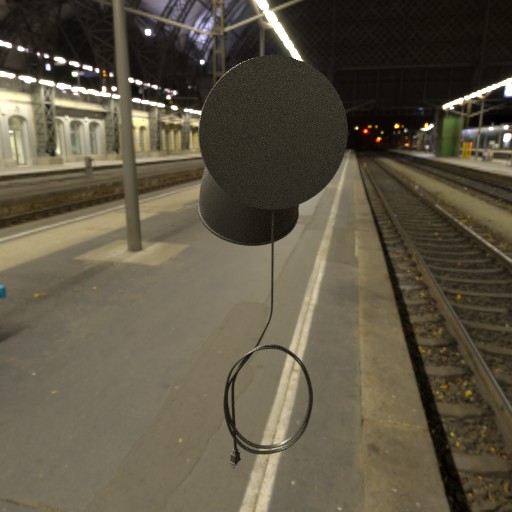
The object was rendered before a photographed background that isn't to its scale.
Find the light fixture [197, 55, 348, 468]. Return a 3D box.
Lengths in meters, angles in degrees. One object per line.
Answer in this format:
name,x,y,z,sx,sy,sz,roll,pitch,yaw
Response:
light fixture,0.000,0.000,0.500,0.127,0.401,0.203,-2,15,-9
